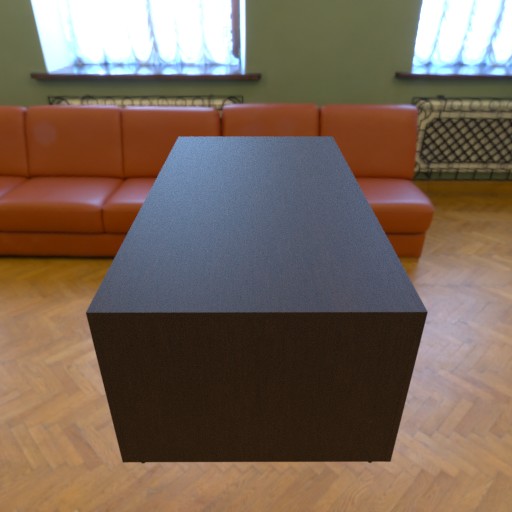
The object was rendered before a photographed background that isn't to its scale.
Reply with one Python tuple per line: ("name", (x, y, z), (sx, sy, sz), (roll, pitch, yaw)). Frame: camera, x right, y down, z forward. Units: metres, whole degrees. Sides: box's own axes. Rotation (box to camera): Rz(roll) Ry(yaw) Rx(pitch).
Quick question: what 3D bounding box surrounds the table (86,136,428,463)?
("table", (0.000, 0.000, 1.354), (0.597, 0.424, 1.099), (0, 31, 0))
